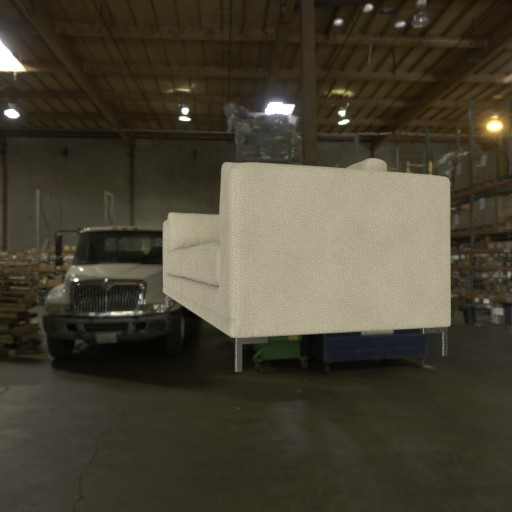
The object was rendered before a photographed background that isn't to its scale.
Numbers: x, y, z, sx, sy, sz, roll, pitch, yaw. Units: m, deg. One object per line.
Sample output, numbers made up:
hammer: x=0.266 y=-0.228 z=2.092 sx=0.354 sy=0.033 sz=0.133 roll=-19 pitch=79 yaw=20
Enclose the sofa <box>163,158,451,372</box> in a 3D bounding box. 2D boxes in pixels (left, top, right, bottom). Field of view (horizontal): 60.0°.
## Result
sofa: x=0.000 y=0.000 z=2.870 sx=0.969 sy=0.867 sz=2.415 roll=0 pitch=-1 yaw=-18
